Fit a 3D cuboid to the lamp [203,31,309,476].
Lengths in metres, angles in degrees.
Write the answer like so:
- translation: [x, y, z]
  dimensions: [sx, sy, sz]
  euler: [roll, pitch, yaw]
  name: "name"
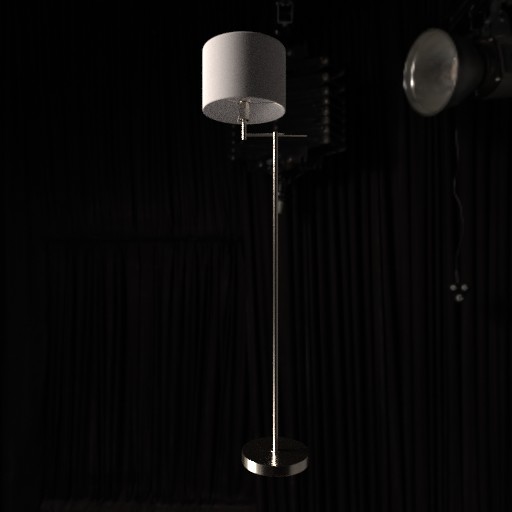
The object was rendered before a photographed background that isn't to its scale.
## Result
- translation: [0.000, 0.000, 1.740]
  dimensions: [0.416, 1.600, 0.324]
  euler: [0, 0, 0]
  name: "lamp"
